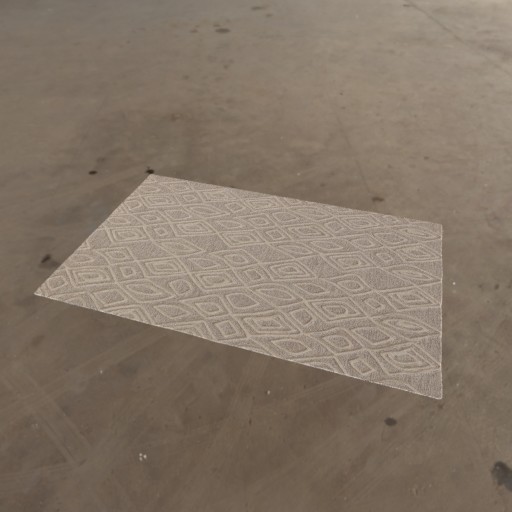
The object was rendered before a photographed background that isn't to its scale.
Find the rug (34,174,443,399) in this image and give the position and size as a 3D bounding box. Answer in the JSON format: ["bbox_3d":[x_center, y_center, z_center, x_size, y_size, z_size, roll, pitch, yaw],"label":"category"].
[{"bbox_3d":[0.000,0.000,3.046,2.442,0.010,1.546,12,42,13],"label":"rug"}]
